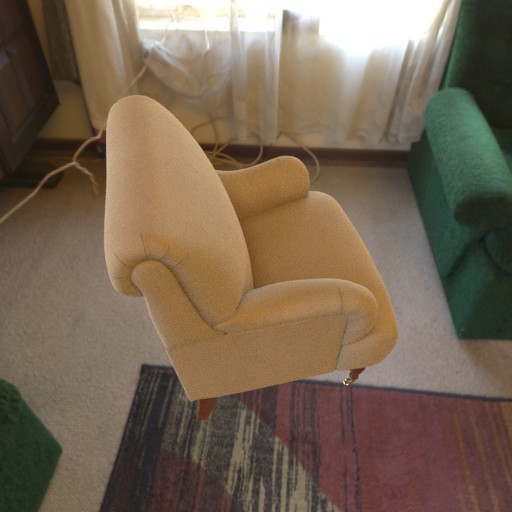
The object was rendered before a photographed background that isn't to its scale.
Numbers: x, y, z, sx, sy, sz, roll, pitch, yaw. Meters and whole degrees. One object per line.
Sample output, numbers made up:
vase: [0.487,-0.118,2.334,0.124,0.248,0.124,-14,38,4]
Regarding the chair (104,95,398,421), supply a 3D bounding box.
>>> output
chair: [0.000,0.000,1.546,0.842,0.942,0.766,-9,46,-9]
